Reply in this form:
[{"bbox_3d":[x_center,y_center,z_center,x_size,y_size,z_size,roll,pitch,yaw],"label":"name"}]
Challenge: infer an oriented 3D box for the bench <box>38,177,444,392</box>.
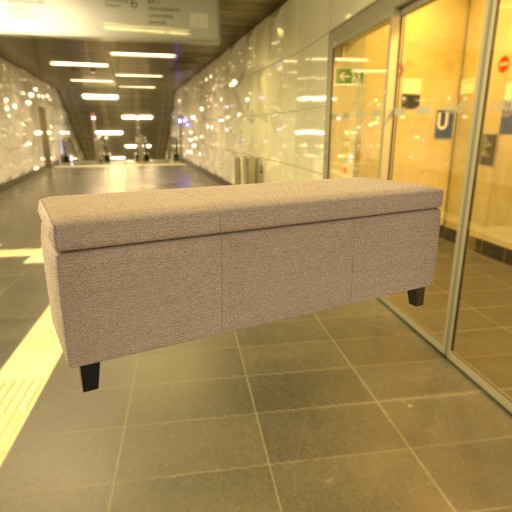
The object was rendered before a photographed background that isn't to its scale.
[{"bbox_3d":[0.000,0.000,1.476,1.269,0.438,0.446,-8,18,-27],"label":"bench"}]
